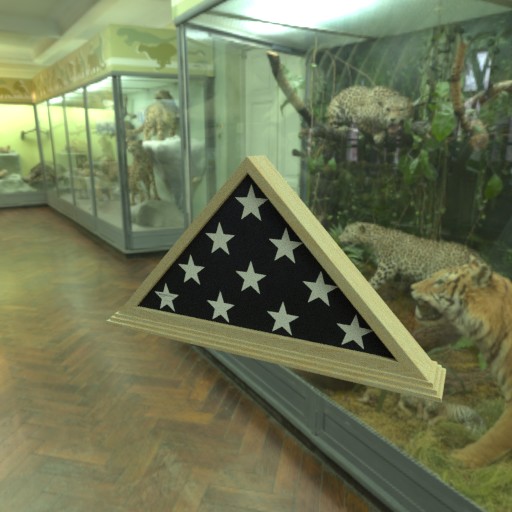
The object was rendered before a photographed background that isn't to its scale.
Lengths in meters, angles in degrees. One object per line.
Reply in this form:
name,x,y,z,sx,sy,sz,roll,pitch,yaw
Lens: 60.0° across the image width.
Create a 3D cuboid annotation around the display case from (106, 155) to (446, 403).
display case,0.000,0.000,0.771,0.640,0.340,0.095,7,16,25
